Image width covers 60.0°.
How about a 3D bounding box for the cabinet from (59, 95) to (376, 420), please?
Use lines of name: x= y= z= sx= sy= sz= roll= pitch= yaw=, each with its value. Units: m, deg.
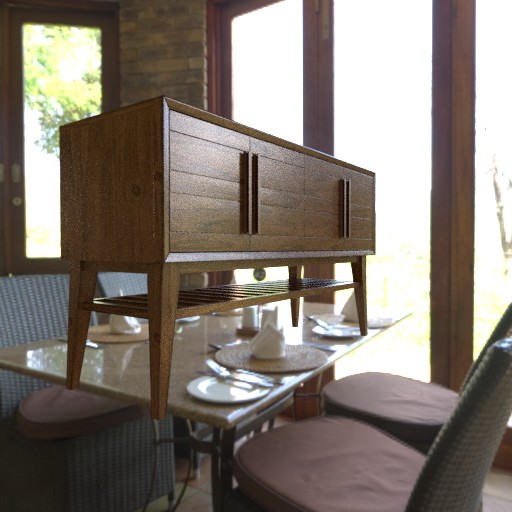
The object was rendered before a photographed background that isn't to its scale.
cabinet: x=0.000 y=0.000 z=1.757 sx=0.477 sy=0.802 sz=1.363 roll=1 pitch=1 yaw=36
